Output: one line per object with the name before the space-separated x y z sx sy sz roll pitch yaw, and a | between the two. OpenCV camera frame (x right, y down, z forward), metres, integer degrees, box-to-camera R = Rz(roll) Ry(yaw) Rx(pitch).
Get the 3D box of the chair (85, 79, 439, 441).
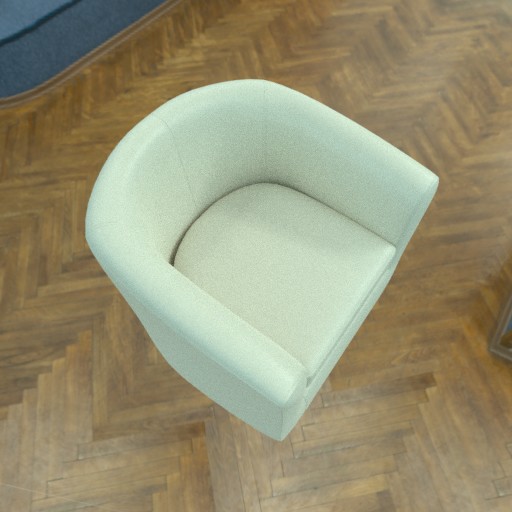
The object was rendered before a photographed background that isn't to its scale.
chair | 0.000 0.000 1.371 0.727 0.756 0.792 32 62 19
